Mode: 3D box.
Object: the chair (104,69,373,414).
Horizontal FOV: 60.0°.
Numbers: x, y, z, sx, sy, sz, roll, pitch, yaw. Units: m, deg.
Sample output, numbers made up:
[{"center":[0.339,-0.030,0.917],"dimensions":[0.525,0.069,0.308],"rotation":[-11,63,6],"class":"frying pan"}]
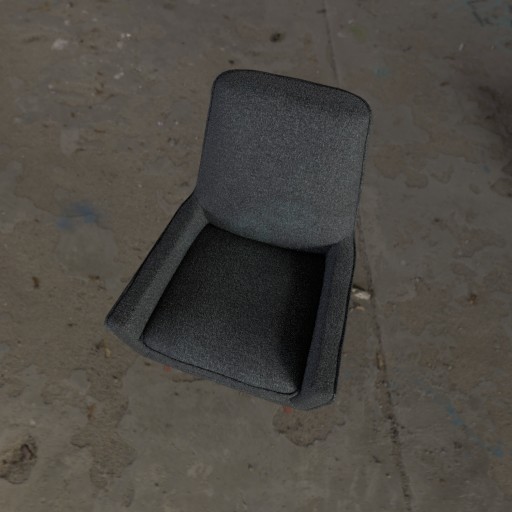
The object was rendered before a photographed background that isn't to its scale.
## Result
[{"center":[0.000,0.000,1.568],"dimensions":[0.763,0.883,0.859],"rotation":[16,61,9],"class":"chair"}]
